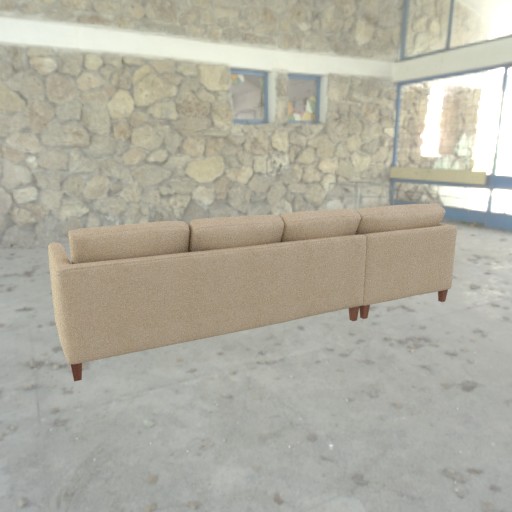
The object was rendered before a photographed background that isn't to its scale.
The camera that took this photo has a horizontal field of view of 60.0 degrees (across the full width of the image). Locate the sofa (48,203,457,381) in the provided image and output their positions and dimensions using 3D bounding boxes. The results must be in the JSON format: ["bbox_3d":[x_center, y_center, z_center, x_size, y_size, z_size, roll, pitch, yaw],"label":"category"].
[{"bbox_3d":[0.000,0.000,3.777,3.201,0.876,1.502,-7,15,-27],"label":"sofa"}]
